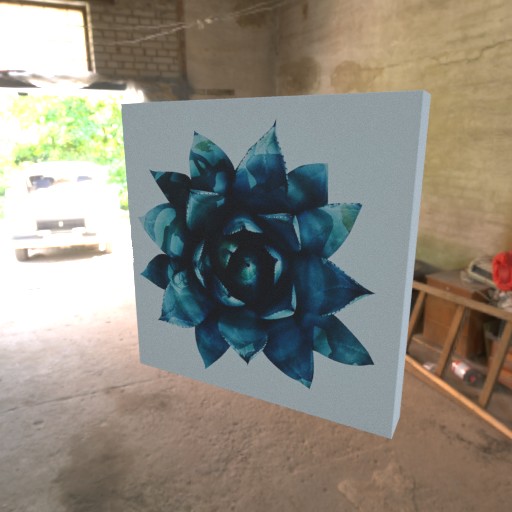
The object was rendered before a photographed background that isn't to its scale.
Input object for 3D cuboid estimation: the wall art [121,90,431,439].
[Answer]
[{"bbox_3d":[0.000,0.000,0.456,0.305,0.305,0.038,8,17,27],"label":"wall art"}]
